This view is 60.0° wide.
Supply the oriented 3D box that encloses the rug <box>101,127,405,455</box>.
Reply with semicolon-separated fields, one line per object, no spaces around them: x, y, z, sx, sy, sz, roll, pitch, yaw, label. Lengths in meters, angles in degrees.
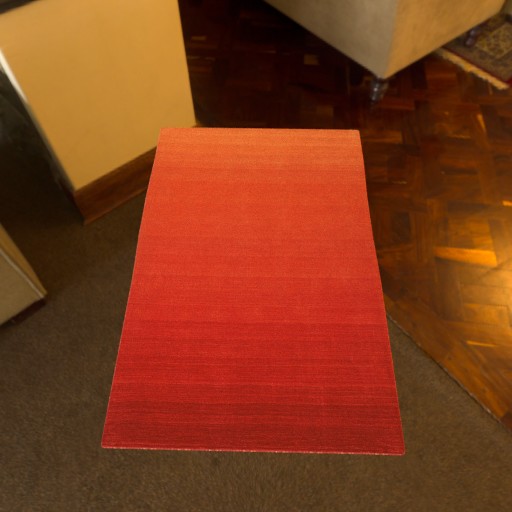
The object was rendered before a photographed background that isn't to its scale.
0.000;0.000;2.250;1.230;0.018;1.835;1;58;1;rug
